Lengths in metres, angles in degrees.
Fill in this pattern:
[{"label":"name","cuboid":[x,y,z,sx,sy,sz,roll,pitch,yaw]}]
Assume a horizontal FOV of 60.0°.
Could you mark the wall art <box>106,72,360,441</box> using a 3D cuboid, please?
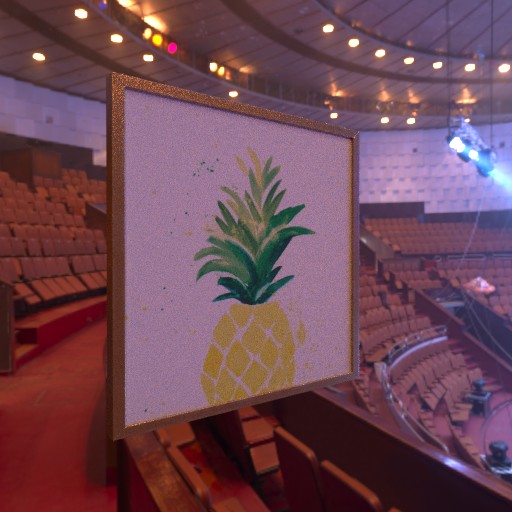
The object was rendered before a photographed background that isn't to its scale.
[{"label":"wall art","cuboid":[0.000,0.000,1.153,0.762,0.760,0.037,0,1,-36]}]
